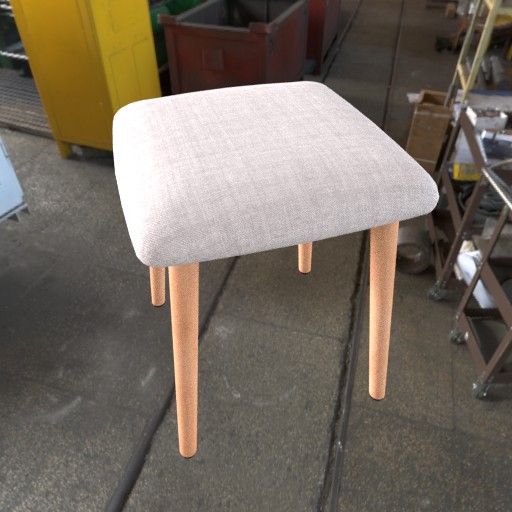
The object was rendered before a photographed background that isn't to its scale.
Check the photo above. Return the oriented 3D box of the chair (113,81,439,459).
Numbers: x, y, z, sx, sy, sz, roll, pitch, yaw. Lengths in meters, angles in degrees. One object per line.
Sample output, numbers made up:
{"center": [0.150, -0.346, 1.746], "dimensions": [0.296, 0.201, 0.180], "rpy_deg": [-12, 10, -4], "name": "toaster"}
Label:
{"center": [0.000, 0.000, 0.682], "dimensions": [0.350, 0.440, 0.350], "rpy_deg": [-12, 43, -13], "name": "chair"}
